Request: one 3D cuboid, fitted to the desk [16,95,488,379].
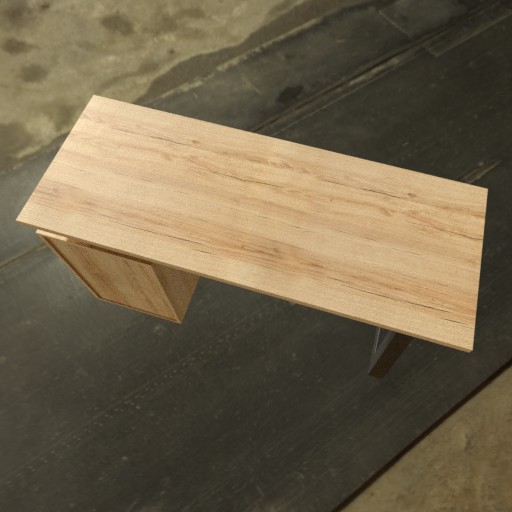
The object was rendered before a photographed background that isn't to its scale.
[{"bbox_3d":[0.000,0.000,1.750,1.400,0.760,0.550,15,65,7],"label":"desk"}]
